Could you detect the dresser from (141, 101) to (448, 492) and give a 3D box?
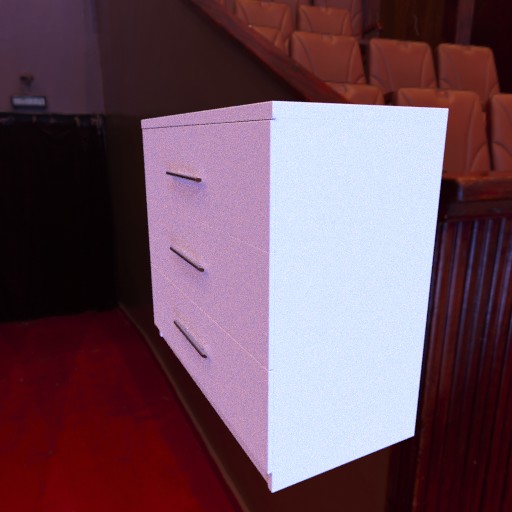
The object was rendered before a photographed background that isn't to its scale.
[{"bbox_3d":[0.000,0.000,1.224,0.420,0.740,0.830,-7,17,-26],"label":"dresser"}]
